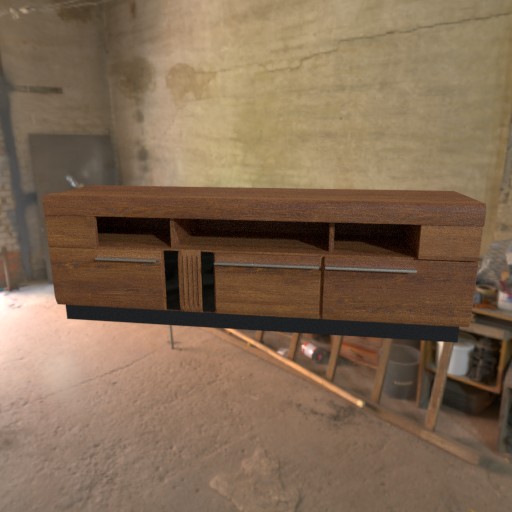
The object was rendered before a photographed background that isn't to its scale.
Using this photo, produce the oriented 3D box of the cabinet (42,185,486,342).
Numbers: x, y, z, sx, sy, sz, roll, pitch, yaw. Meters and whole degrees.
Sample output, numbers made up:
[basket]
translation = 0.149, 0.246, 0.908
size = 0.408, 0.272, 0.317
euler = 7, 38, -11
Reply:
[cabinet]
translation = 0.000, 0.000, 1.816
size = 1.600, 0.510, 0.419
euler = 2, 15, 8
